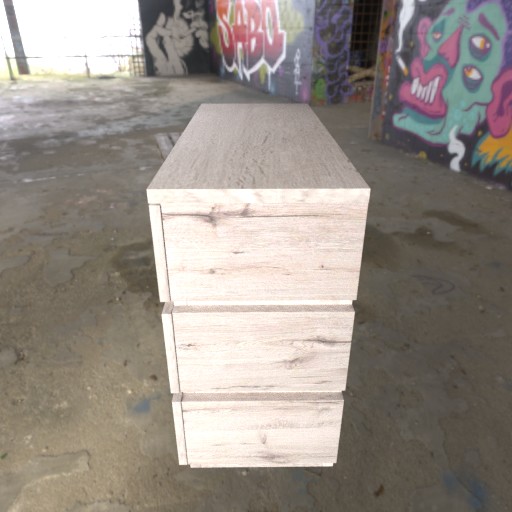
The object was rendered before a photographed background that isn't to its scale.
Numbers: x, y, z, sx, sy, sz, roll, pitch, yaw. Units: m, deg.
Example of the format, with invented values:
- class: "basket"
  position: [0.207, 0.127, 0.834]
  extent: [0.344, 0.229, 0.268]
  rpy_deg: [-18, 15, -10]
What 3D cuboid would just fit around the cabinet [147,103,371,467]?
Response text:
- class: "cabinet"
  position: [0.000, 0.000, 1.480]
  extent: [0.420, 0.820, 1.040]
  rpy_deg: [0, 27, -1]
